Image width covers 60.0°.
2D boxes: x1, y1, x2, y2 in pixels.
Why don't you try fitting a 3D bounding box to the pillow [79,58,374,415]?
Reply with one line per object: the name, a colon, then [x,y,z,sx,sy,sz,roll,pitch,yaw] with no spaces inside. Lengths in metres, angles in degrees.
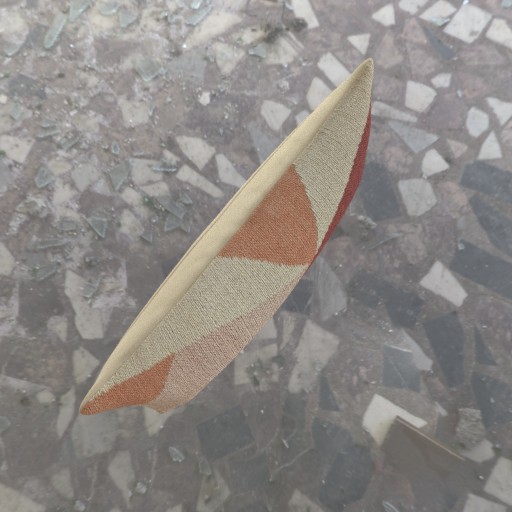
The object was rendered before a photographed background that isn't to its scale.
pillow: [0.000,0.000,0.704,0.155,0.292,0.609,37,78,9]
